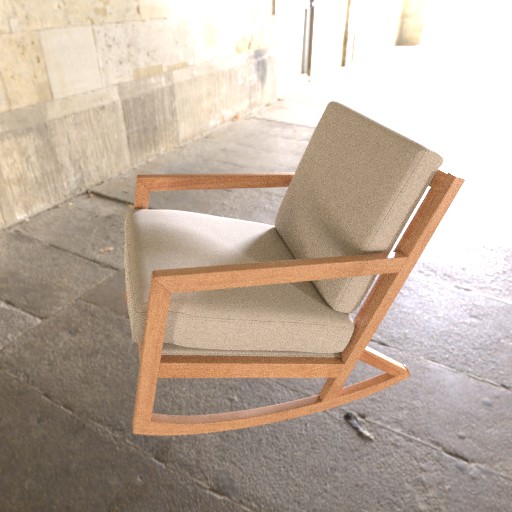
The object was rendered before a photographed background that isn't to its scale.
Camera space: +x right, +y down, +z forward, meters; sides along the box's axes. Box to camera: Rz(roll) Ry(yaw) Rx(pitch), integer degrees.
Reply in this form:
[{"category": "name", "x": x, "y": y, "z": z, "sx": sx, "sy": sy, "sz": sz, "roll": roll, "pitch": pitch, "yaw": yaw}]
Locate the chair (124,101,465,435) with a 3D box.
[{"category": "chair", "x": 0.000, "y": 0.000, "z": 1.374, "sx": 0.857, "sy": 0.790, "sz": 0.622, "roll": -9, "pitch": 33, "yaw": -14}]
